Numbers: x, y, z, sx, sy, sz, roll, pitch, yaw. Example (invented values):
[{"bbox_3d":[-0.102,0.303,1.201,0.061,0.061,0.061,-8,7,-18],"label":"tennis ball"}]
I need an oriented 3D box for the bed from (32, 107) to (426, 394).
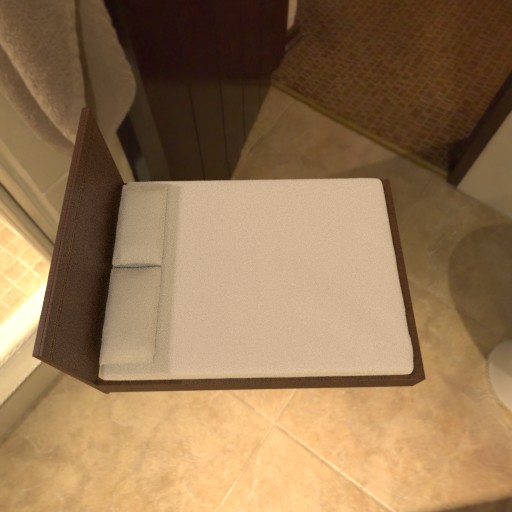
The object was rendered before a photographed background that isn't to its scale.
[{"bbox_3d":[0.000,0.000,3.052,2.221,1.169,1.613,-1,64,0],"label":"bed"}]
